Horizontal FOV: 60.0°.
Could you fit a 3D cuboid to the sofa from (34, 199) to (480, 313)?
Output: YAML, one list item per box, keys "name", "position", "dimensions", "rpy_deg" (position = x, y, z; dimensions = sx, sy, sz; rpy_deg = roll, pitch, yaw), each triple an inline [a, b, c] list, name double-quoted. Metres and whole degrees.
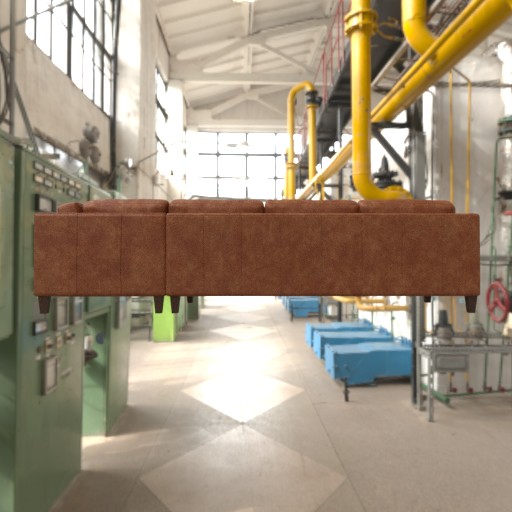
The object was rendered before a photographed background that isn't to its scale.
- name: "sofa"
  position: [0.000, 0.000, 4.306]
  dimensions: [3.167, 0.838, 2.438]
  rpy_deg: [0, -1, -1]
